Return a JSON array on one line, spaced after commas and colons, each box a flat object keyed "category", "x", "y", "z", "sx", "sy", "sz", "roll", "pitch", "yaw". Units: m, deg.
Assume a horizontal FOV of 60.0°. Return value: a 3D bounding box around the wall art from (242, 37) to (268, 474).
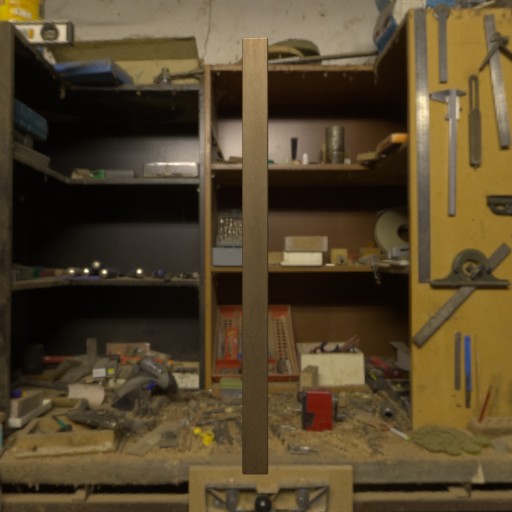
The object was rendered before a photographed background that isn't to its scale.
[{"category": "wall art", "x": 0.000, "y": 0.000, "z": 0.764, "sx": 0.030, "sy": 0.506, "sz": 0.503, "roll": 0, "pitch": 0, "yaw": 0}]
